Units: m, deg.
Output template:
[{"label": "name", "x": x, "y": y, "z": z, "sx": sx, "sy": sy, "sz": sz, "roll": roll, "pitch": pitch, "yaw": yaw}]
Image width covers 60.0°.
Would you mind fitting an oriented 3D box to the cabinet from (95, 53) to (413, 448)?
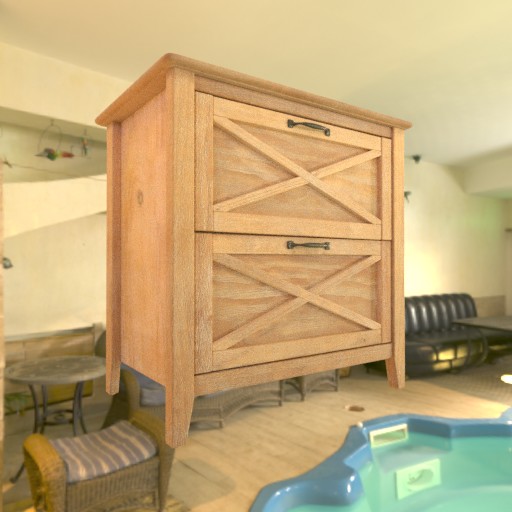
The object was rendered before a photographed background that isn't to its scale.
[{"label": "cabinet", "x": 0.000, "y": 0.000, "z": 1.254, "sx": 0.763, "sy": 0.762, "sz": 0.503, "roll": 0, "pitch": -1, "yaw": -35}]
